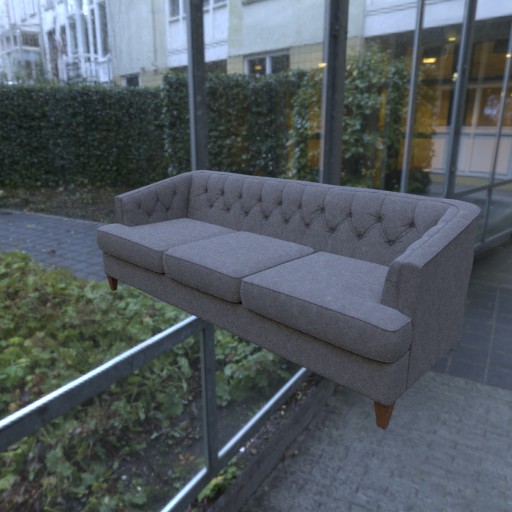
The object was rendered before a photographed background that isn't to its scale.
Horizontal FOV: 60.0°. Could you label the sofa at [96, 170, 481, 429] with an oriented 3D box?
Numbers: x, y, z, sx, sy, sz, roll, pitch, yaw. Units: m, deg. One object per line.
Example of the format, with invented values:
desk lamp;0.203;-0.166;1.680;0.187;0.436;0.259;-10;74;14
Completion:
sofa;0.000;0.000;2.621;2.247;0.806;0.917;16;23;42
